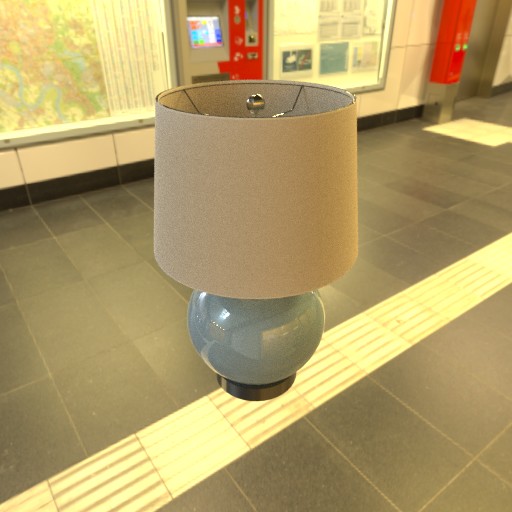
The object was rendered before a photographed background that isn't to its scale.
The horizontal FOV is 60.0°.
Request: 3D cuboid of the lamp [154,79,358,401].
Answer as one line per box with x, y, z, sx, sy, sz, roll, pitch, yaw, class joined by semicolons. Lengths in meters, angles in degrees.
0.000;0.000;0.556;0.247;0.387;0.247;0;30;0;lamp
